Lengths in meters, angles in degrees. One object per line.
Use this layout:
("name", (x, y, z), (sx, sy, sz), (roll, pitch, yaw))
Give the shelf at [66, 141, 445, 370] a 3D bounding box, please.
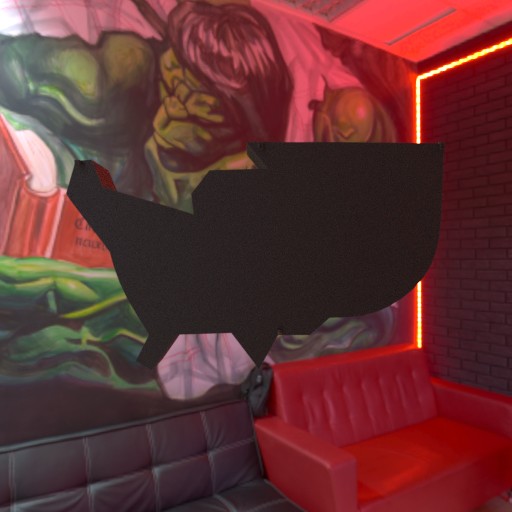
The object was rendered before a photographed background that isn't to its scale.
("shelf", (0.000, 0.000, 0.897), (0.729, 0.439, 0.112), (0, -1, -1))
